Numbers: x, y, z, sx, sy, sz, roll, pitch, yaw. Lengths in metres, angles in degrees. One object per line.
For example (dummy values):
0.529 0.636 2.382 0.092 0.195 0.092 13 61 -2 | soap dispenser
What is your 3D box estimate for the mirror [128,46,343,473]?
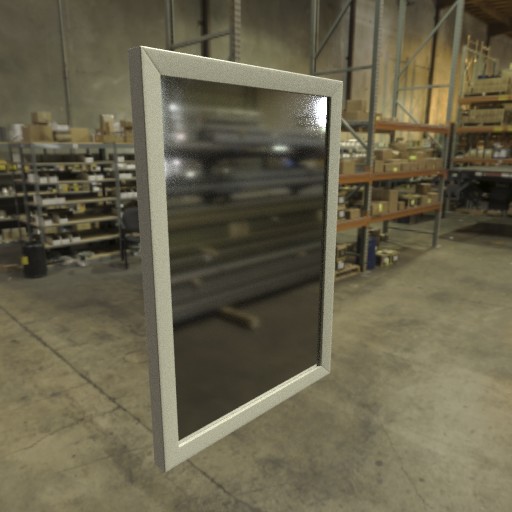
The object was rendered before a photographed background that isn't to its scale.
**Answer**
0.000 0.000 0.902 0.040 0.710 0.507 13 19 43 | mirror
